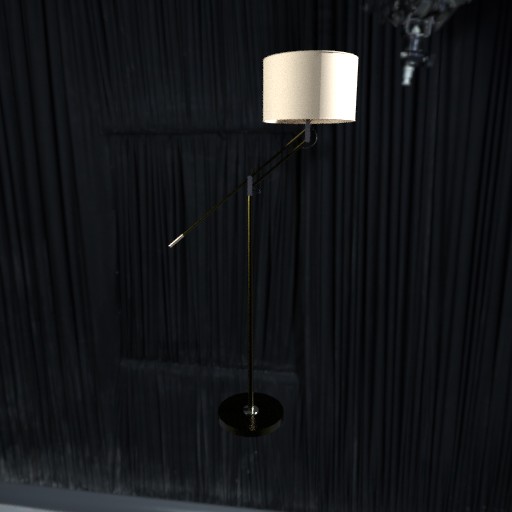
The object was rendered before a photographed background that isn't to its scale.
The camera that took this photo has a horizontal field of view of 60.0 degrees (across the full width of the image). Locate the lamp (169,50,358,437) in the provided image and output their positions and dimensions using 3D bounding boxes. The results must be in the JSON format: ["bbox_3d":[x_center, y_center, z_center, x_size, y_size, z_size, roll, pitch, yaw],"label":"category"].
[{"bbox_3d":[0.000,0.000,1.993,0.809,1.635,0.373,2,14,8],"label":"lamp"}]
